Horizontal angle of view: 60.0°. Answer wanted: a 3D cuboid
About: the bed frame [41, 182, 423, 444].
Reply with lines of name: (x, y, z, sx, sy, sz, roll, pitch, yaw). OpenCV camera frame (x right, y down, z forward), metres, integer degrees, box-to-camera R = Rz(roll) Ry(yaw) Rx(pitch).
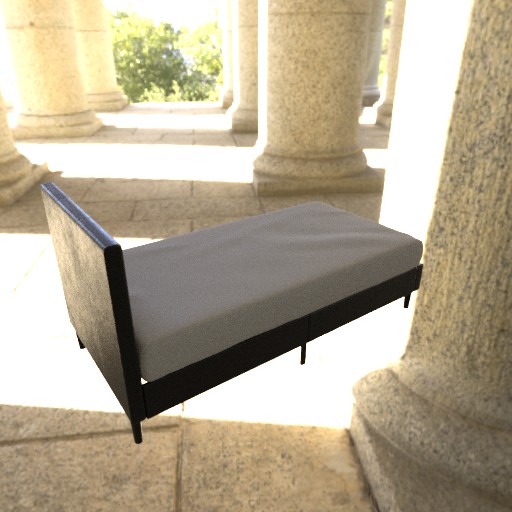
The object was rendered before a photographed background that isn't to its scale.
bed frame: (0.000, 0.000, 2.614, 2.152, 1.046, 1.038, -17, 31, -32)
